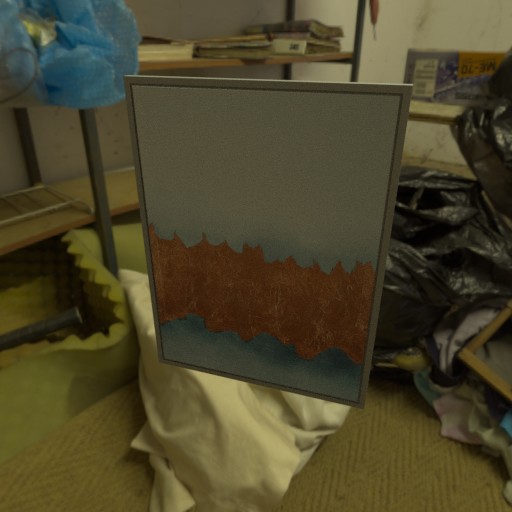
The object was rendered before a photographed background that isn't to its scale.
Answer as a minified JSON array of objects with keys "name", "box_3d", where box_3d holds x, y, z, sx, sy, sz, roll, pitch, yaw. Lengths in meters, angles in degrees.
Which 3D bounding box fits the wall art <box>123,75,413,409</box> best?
[{"name":"wall art","box_3d":[0.000,0.000,1.405,0.789,1.042,0.034,8,28,16]}]
